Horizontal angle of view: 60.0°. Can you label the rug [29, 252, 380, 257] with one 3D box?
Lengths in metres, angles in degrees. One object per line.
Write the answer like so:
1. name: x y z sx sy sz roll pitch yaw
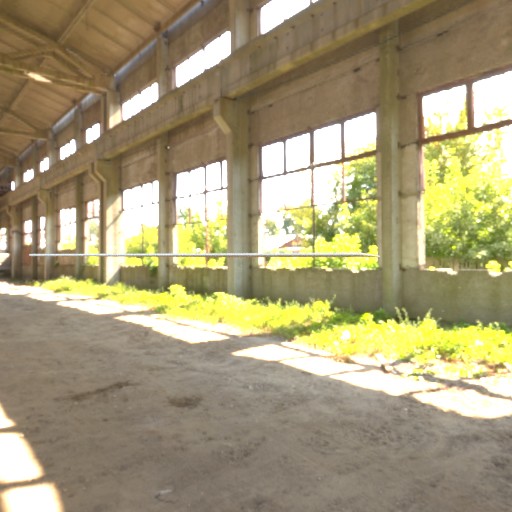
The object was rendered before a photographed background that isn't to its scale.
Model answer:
1. rug: 0.000 0.000 2.354 1.225 0.008 1.827 0 0 17
